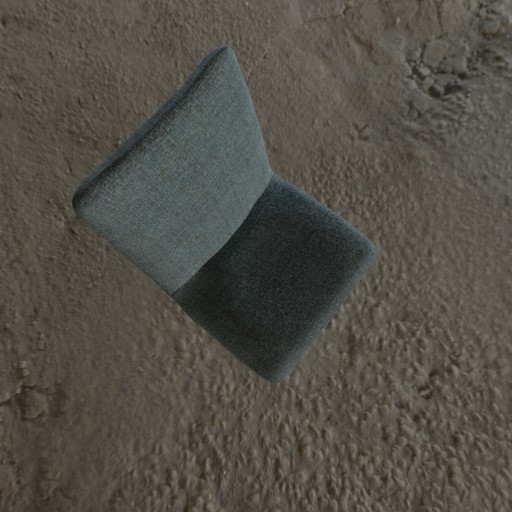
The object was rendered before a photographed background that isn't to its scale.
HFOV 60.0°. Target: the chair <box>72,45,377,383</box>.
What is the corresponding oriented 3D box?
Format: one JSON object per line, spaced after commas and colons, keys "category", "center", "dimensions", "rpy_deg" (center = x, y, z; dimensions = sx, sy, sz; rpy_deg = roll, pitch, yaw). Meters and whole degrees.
{"category": "chair", "center": [0.000, 0.000, 1.291], "dimensions": [0.563, 0.974, 0.522], "rpy_deg": [38, 80, 8]}
